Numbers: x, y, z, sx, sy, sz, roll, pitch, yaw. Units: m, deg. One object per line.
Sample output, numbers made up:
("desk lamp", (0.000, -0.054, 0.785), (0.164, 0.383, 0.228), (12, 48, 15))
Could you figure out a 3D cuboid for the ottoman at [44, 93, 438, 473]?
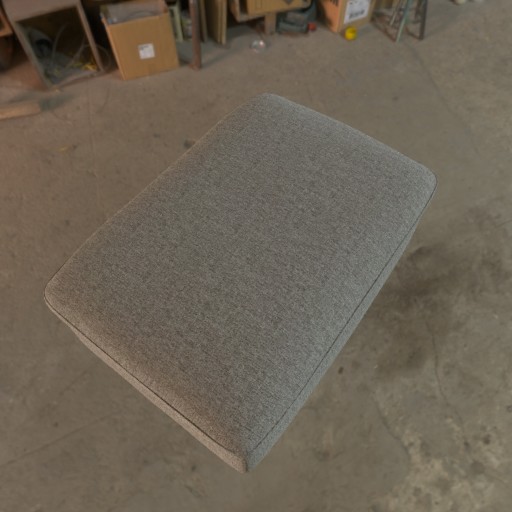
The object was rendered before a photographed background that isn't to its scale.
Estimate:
("ottoman", (0.000, 0.000, 1.317), (0.694, 0.451, 0.977), (32, 64, 18))
